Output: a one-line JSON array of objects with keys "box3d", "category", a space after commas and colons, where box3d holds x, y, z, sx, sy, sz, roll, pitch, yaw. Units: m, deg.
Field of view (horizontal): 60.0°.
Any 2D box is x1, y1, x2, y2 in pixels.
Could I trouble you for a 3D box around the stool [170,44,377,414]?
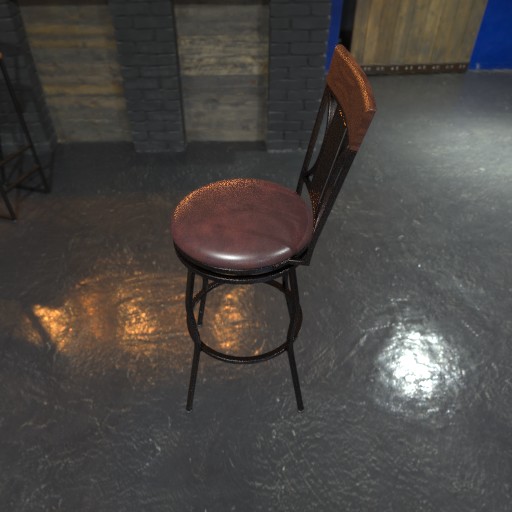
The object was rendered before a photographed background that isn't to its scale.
[{"box3d": [0.000, 0.000, 1.400, 0.513, 1.130, 0.448, 0, 40, 0], "category": "stool"}]
